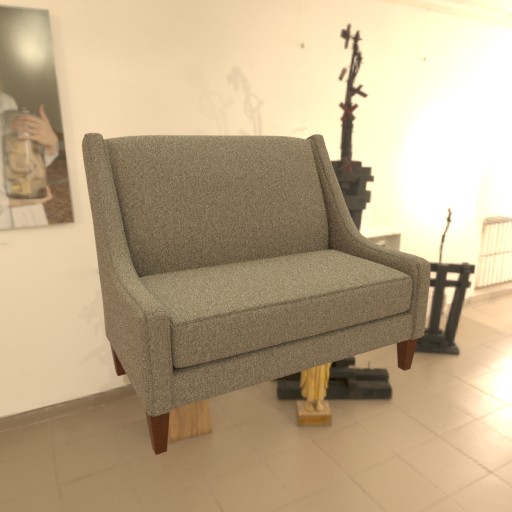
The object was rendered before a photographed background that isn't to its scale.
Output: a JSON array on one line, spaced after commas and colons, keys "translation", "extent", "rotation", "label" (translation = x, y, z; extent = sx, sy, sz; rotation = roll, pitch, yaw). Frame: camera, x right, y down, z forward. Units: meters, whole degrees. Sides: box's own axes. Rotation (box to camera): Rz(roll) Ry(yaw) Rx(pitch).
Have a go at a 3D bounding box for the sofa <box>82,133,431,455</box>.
[{"translation": [0.000, 0.000, 1.916], "extent": [1.242, 1.026, 0.862], "rotation": [-8, 17, -28], "label": "sofa"}]
